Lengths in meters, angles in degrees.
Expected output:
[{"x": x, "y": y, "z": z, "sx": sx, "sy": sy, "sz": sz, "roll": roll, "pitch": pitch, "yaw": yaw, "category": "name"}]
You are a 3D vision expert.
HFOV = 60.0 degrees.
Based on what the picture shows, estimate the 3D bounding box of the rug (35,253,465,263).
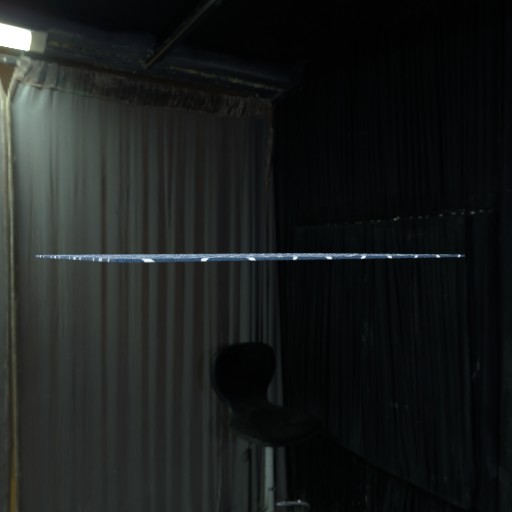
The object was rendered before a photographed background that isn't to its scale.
[{"x": 0.000, "y": 0.000, "z": 2.152, "sx": 1.753, "sy": 0.010, "sz": 1.143, "roll": -1, "pitch": 1, "yaw": -36, "category": "rug"}]
